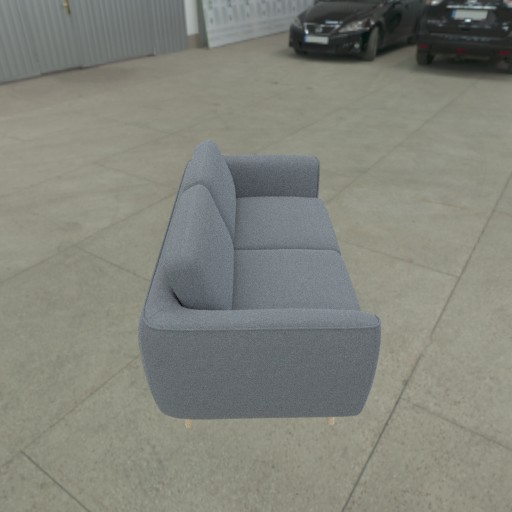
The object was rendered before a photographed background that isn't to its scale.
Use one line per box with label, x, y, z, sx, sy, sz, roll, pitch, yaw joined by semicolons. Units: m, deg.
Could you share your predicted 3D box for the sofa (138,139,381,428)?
sofa;0.000;0.000;2.296;0.920;0.850;1.700;-1;33;-1
